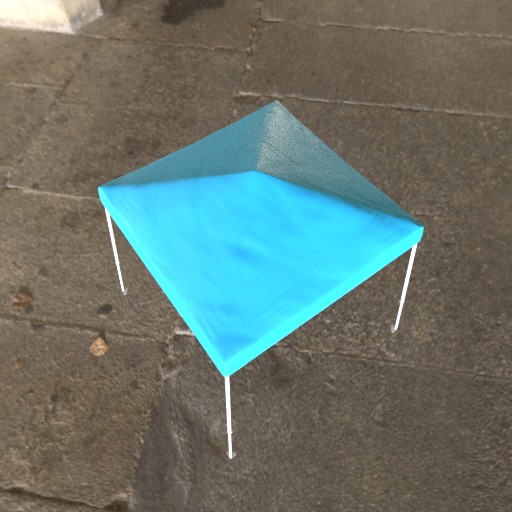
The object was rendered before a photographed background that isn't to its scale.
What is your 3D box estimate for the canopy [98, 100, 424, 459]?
[{"bbox_3d":[0.000,0.000,5.210,2.848,2.849,2.849,-32,63,-19],"label":"canopy"}]
